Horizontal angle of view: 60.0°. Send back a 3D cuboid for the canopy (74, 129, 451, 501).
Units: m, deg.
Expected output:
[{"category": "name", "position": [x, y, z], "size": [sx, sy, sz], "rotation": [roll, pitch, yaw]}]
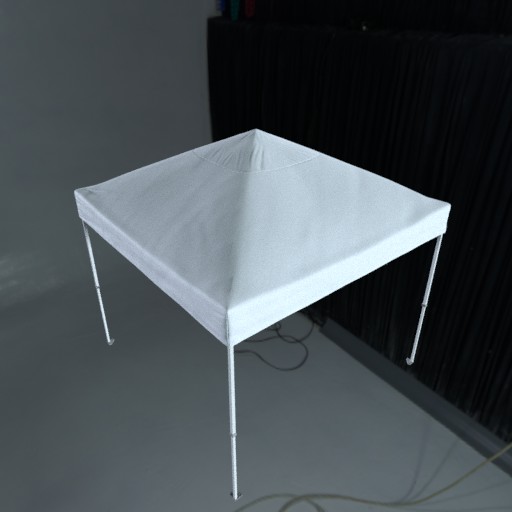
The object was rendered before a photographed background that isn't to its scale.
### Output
[{"category": "canopy", "position": [0.000, 0.000, 5.285], "size": [2.996, 2.997, 2.998], "rotation": [-22, 37, -33]}]
